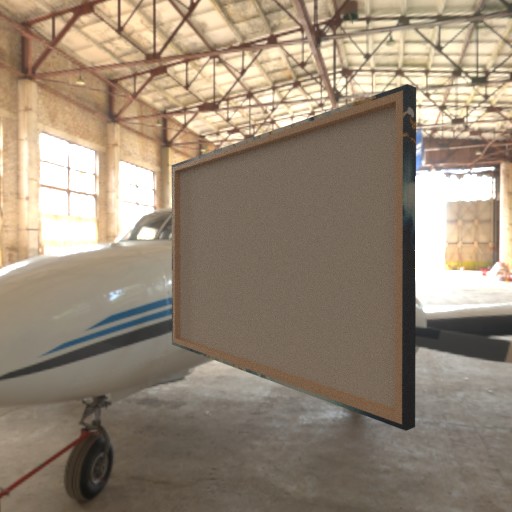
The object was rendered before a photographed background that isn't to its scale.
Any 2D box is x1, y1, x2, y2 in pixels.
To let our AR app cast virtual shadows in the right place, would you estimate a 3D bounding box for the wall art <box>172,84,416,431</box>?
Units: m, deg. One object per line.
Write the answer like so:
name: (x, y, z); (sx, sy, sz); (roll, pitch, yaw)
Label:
wall art: (0.000, 0.000, 1.434); (0.035, 0.759, 1.138); (0, 1, -37)
